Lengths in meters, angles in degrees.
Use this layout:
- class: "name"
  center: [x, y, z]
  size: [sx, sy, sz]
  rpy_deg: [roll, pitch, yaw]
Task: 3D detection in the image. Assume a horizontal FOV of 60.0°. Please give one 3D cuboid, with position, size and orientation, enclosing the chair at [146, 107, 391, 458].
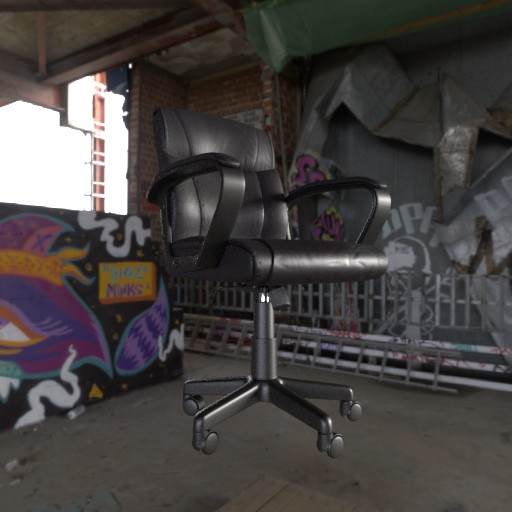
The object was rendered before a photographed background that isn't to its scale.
- class: "chair"
  center: [0.000, 0.000, 1.339]
  size: [0.576, 0.998, 0.641]
  rpy_deg: [0, -1, -36]
